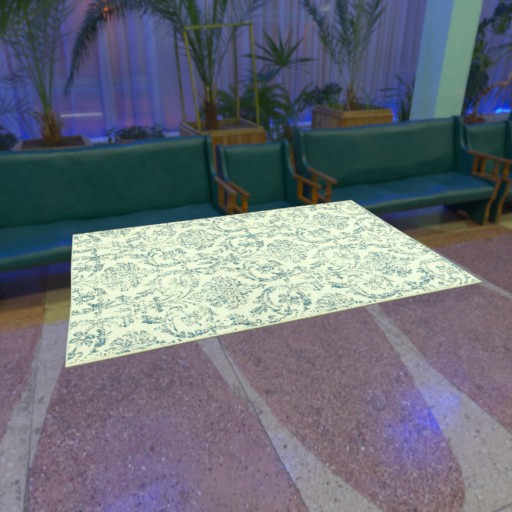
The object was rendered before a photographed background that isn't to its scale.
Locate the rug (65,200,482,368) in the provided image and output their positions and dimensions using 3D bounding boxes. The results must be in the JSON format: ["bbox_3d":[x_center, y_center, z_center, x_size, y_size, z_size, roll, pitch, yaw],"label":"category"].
[{"bbox_3d":[0.000,0.000,3.494,2.746,0.018,1.819,-9,28,-17],"label":"rug"}]
